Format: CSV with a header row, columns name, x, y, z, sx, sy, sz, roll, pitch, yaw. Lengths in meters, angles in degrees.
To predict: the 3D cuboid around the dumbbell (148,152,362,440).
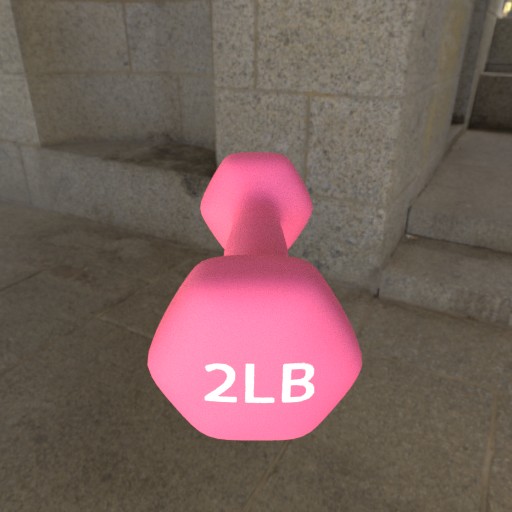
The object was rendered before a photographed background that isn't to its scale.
name,x,y,z,sx,sy,sz,roll,pitch,yaw
dumbbell,0.000,0.000,0.175,0.058,0.053,0.146,0,26,1
